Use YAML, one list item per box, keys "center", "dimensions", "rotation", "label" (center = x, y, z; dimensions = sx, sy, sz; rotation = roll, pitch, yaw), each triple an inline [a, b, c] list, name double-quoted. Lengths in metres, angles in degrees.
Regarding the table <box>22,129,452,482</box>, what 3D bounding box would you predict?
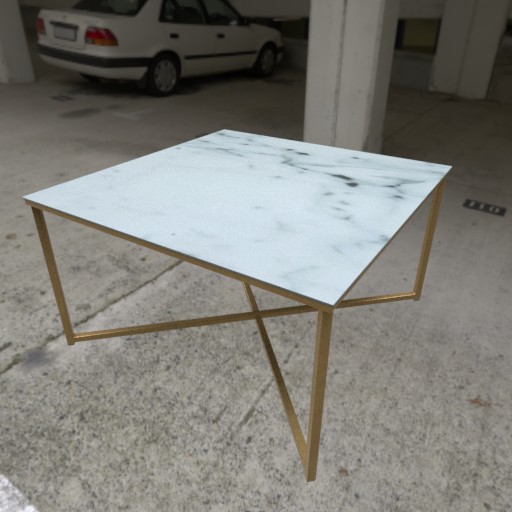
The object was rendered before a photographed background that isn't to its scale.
- center: [0.000, 0.000, 1.258]
  dimensions: [0.800, 0.450, 0.800]
  rotation: [18, 34, 29]
  label: "table"
